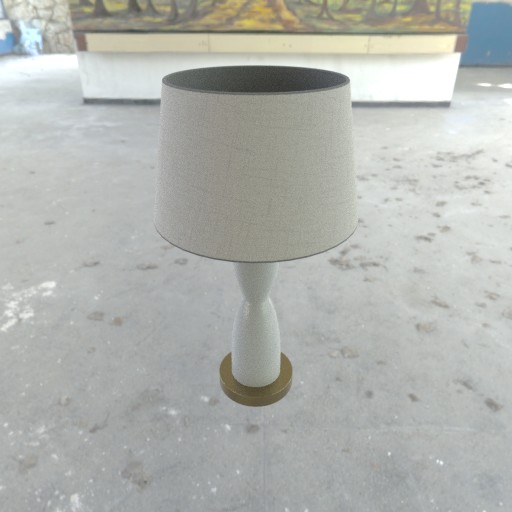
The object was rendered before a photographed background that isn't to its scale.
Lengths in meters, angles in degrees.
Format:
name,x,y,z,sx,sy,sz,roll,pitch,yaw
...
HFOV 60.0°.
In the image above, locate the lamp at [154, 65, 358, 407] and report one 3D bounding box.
name,x,y,z,sx,sy,sz,roll,pitch,yaw
lamp,0.000,0.000,0.721,0.309,0.545,0.309,0,30,0
